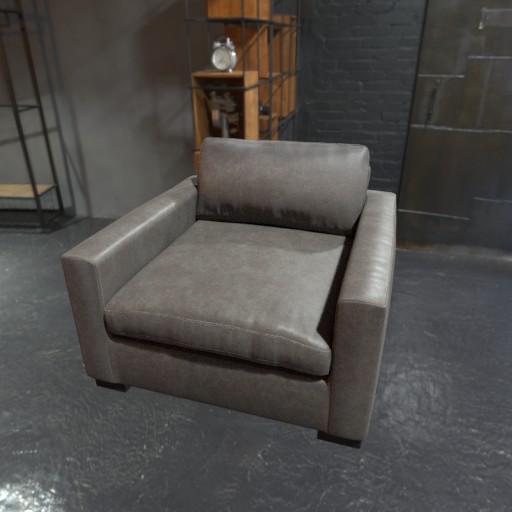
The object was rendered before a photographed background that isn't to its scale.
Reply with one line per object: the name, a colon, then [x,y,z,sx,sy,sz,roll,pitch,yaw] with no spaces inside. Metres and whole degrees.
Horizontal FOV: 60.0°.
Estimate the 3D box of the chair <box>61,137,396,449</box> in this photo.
chair: [0.000,0.000,1.848,1.106,0.807,1.080,8,27,16]
